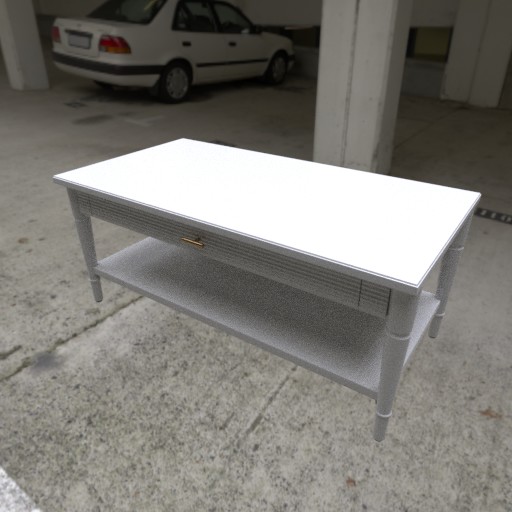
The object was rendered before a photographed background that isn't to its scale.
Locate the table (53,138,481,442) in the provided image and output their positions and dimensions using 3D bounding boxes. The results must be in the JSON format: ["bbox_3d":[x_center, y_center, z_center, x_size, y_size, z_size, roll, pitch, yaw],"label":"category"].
[{"bbox_3d":[0.000,0.000,1.345,1.067,0.457,0.559,18,33,30],"label":"table"}]
